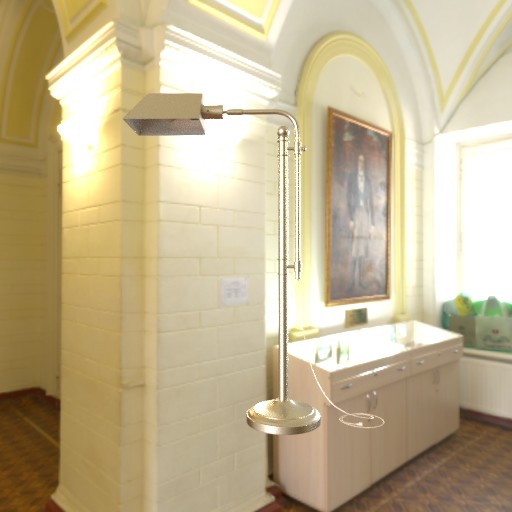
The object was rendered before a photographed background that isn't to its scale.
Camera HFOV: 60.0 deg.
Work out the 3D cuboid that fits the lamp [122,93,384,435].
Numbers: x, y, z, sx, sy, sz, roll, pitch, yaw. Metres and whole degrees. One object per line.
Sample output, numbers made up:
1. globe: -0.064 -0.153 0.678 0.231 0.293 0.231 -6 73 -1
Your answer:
1. lamp: 0.000 0.000 0.959 0.546 0.708 0.159 0 -1 1
